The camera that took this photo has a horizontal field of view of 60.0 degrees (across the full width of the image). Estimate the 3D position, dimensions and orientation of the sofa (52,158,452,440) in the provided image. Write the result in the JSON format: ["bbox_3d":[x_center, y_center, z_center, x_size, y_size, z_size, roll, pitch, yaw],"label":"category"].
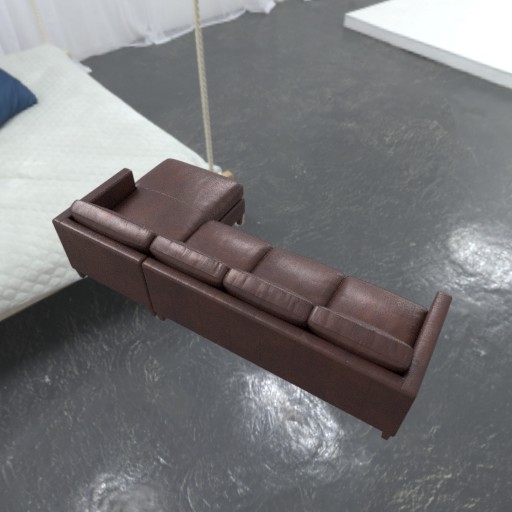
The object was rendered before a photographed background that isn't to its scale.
[{"bbox_3d":[0.000,0.000,3.946,3.203,0.883,1.581,23,50,21],"label":"sofa"}]
